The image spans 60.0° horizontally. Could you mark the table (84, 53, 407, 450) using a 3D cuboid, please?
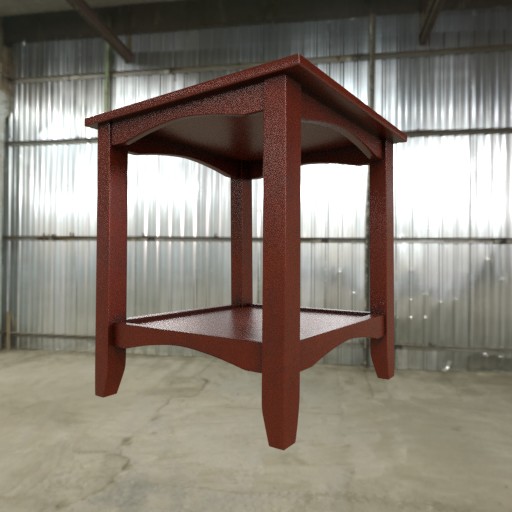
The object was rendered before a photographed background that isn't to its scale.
[{"bbox_3d":[0.000,0.000,0.959,0.522,0.558,0.523,0,0,38],"label":"table"}]
